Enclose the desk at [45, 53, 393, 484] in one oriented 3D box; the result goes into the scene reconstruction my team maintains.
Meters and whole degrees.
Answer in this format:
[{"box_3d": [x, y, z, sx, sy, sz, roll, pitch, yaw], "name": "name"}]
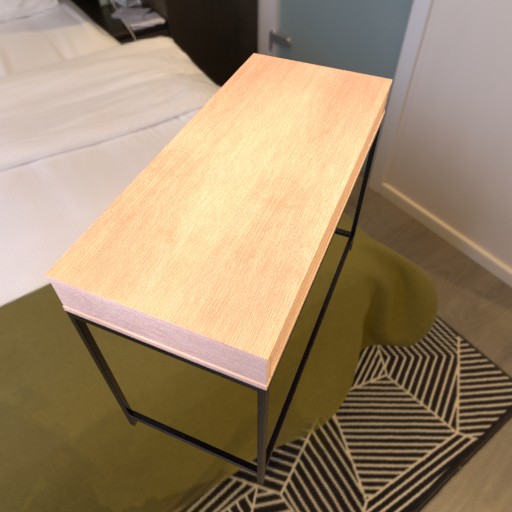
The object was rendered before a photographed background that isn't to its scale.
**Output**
[{"box_3d": [0.000, 0.000, 1.380, 0.470, 0.762, 1.016, 18, 51, 15], "name": "desk"}]
